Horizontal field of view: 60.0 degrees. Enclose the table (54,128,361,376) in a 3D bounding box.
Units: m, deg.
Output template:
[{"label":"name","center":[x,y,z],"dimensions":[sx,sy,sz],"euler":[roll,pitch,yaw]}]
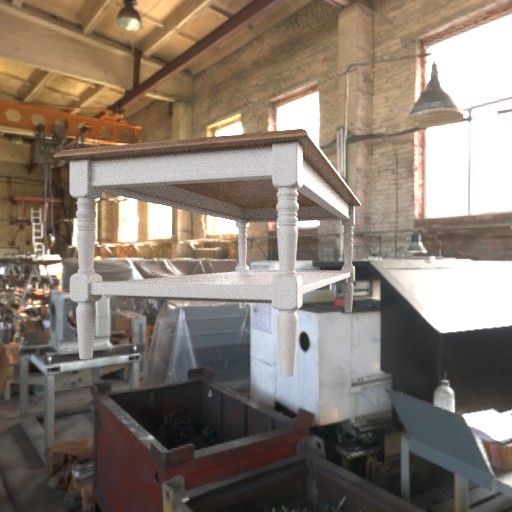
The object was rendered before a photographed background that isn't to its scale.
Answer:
[{"label":"table","center":[0.000,0.000,1.404],"dimensions":[0.559,0.458,1.118],"euler":[0,0,18]}]
